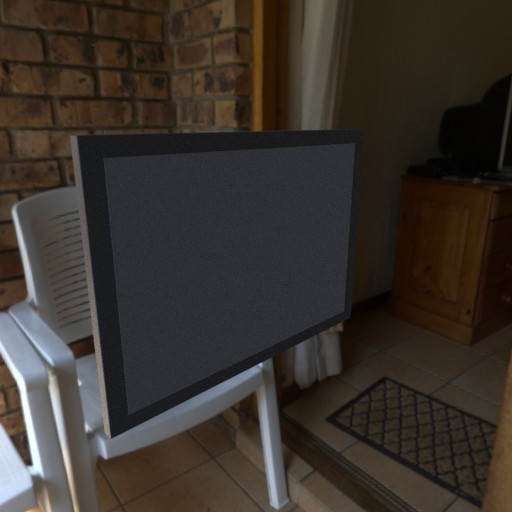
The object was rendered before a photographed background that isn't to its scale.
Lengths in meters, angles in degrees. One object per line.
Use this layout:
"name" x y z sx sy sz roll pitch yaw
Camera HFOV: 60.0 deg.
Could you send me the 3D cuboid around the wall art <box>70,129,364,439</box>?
"wall art" 0.000 0.000 0.566 0.432 0.306 0.016 -16 23 -41
